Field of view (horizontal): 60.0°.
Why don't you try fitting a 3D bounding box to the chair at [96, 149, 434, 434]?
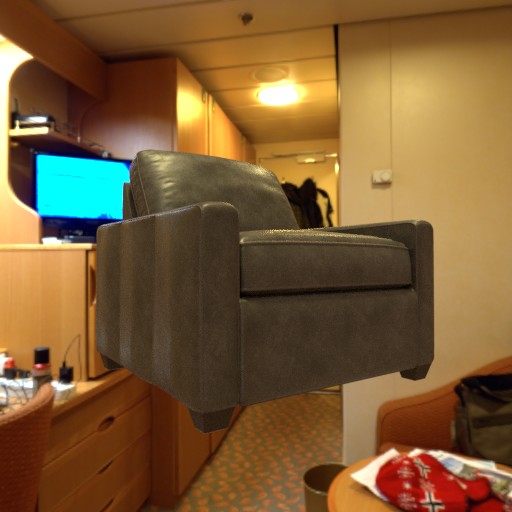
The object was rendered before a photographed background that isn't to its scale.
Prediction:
[{"bbox_3d":[0.000,0.000,1.748,1.006,0.916,0.939,0,-1,-35],"label":"chair"}]
